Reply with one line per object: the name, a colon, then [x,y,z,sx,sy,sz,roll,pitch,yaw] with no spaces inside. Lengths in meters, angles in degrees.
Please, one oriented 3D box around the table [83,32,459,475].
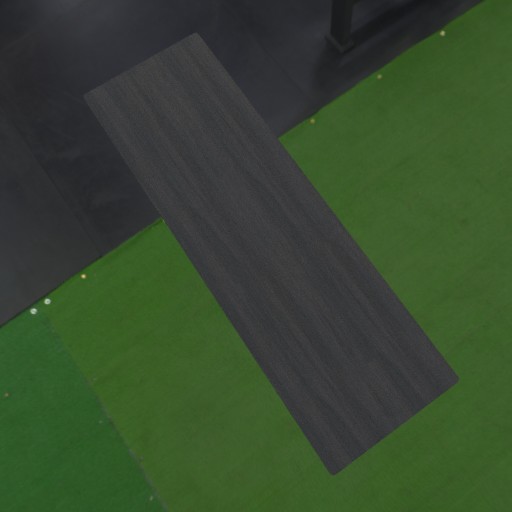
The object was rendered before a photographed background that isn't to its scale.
table: [0.000,0.000,1.724,0.449,0.750,1.399,-33,78,-8]
